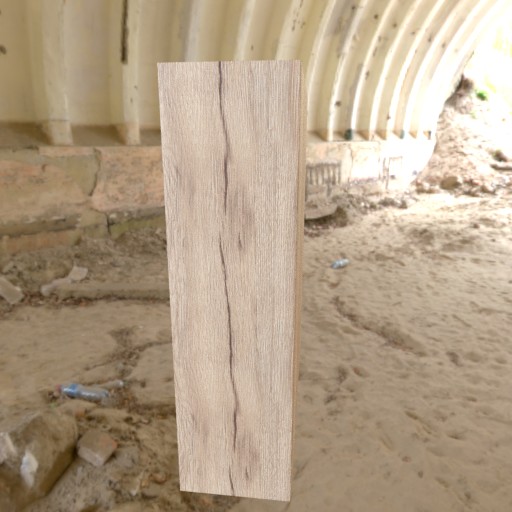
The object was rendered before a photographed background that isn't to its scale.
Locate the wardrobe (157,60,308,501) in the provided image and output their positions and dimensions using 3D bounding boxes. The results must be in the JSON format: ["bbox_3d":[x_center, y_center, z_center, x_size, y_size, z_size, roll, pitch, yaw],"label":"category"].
[{"bbox_3d":[0.000,0.000,2.873,0.580,2.070,1.810,2,15,7],"label":"wardrobe"}]
